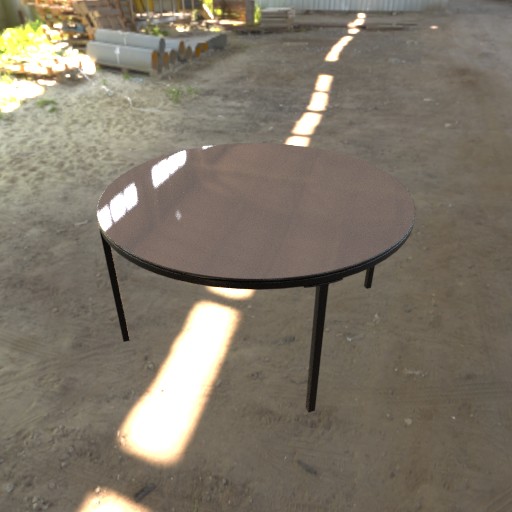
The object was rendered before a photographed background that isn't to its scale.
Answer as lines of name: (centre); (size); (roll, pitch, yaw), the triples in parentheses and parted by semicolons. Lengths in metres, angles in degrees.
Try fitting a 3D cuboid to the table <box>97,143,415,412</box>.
table: (0.000, 0.000, 1.266); (0.800, 0.400, 0.800); (0, 32, 0)
